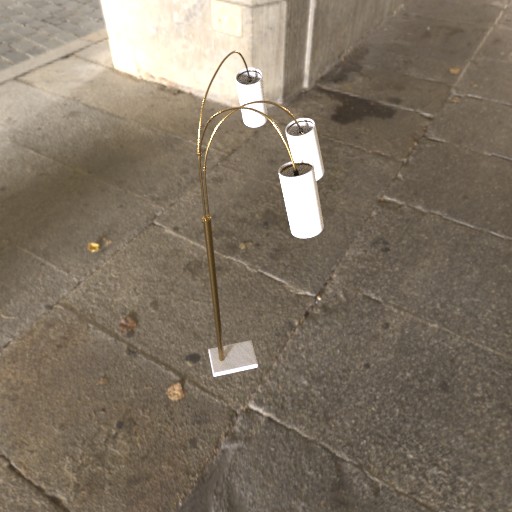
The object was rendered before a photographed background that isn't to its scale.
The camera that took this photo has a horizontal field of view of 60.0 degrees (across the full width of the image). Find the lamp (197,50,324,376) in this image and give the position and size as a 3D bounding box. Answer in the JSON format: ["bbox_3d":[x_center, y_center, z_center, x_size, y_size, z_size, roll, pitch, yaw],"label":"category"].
[{"bbox_3d":[0.000,0.000,2.493,0.667,2.055,1.020,-10,47,-9],"label":"lamp"}]
